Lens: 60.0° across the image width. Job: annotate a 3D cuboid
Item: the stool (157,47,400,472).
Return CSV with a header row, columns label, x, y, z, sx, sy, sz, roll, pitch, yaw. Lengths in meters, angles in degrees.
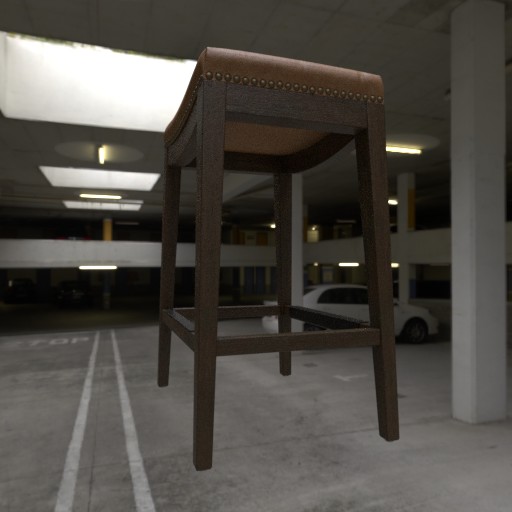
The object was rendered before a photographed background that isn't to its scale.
label,x,y,z,sx,sy,sz,roll,pitch,yaw
stool,0.000,0.000,0.958,0.361,0.660,0.500,0,-1,-19
